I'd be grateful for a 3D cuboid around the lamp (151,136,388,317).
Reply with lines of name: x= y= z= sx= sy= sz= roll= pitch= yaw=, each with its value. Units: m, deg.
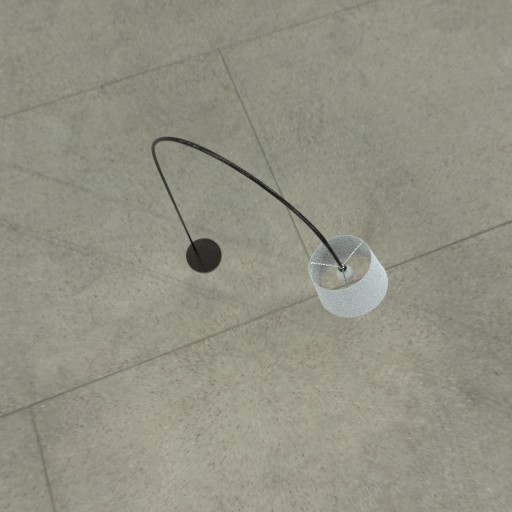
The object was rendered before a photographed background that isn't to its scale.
lamp: x=0.000 y=0.000 z=2.689 sx=1.363 sy=2.104 sz=0.331 roll=33 pitch=77 yaw=9
